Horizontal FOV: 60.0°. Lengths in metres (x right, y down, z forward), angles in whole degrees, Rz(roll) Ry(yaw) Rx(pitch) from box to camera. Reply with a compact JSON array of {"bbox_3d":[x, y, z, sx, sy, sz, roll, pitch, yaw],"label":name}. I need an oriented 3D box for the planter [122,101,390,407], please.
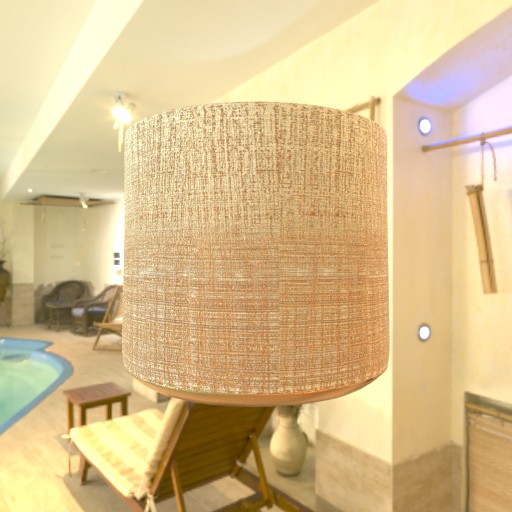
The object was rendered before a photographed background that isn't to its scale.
[{"bbox_3d":[0.000,0.000,0.188,0.109,0.096,0.109,0,0,0],"label":"planter"}]
